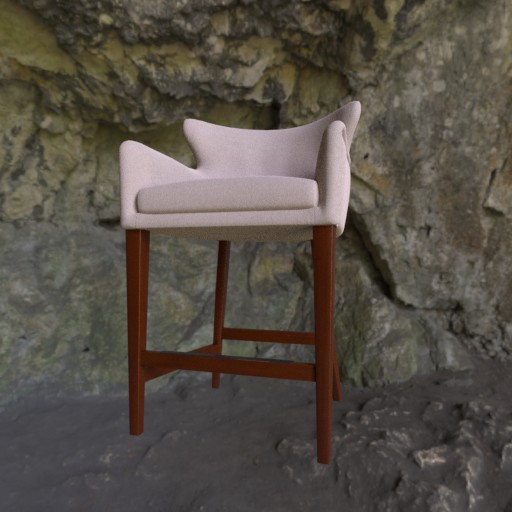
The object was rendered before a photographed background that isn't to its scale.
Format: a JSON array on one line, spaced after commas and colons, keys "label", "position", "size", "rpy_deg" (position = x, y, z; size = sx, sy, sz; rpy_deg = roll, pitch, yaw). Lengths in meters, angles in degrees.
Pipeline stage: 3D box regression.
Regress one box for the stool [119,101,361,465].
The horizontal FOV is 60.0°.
[{"label": "stool", "position": [0.000, 0.000, 1.342], "size": [0.601, 0.951, 0.570], "rpy_deg": [0, 0, 19]}]
